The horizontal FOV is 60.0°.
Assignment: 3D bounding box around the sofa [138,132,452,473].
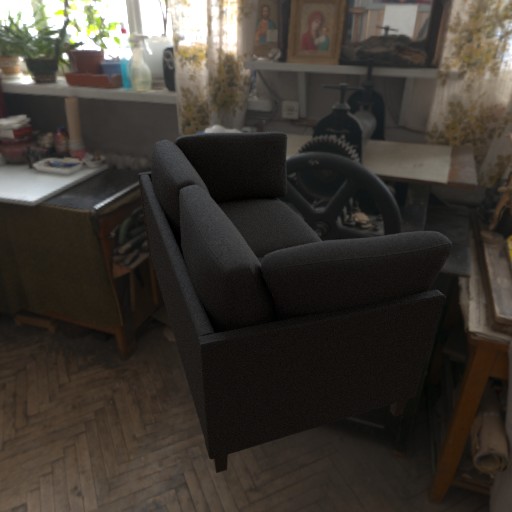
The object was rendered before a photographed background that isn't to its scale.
[{"bbox_3d":[0.000,0.000,2.333,0.969,0.920,1.751,-10,32,-17],"label":"sofa"}]
